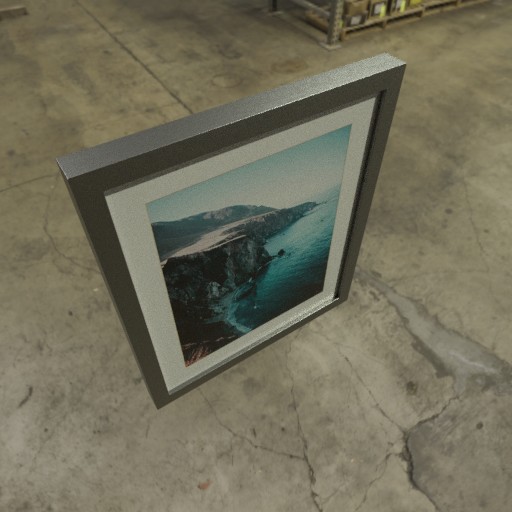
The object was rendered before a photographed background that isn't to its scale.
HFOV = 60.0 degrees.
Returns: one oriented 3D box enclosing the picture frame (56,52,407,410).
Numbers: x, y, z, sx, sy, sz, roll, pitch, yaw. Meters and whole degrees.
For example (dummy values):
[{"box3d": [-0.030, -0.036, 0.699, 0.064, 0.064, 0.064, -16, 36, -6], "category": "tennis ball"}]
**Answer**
[{"box3d": [0.000, 0.000, 1.310, 0.839, 0.968, 0.073, -26, 53, -22], "category": "picture frame"}]
